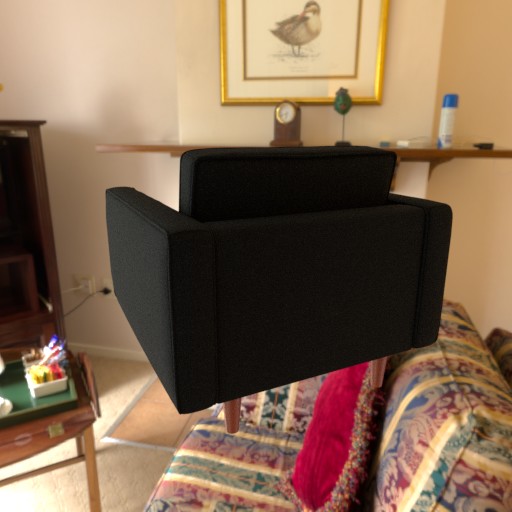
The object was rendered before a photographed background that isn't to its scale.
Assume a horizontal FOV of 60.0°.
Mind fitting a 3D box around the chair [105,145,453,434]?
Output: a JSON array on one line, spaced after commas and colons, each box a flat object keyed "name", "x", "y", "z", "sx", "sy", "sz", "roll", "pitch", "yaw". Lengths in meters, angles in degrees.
[{"name": "chair", "x": 0.000, "y": 0.000, "z": 1.579, "sx": 0.899, "sy": 0.770, "sz": 0.920, "roll": -8, "pitch": 17, "yaw": -25}]
